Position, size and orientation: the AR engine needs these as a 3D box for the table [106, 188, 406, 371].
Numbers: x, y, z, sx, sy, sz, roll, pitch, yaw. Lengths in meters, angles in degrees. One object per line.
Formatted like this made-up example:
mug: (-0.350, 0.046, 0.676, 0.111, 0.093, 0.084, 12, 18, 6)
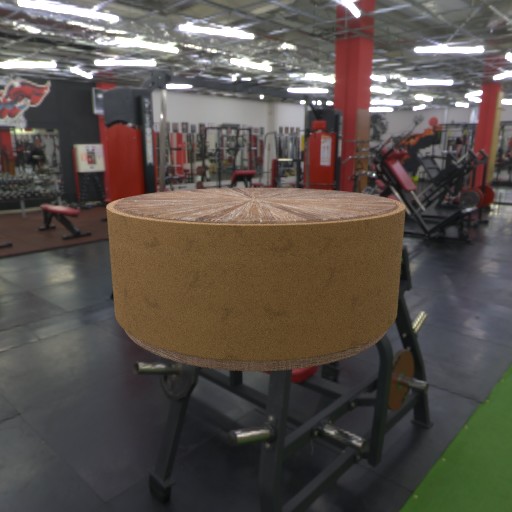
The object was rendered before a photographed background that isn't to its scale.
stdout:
table: (0.000, 0.000, 1.606, 1.001, 0.409, 1.001, 0, 14, 0)
